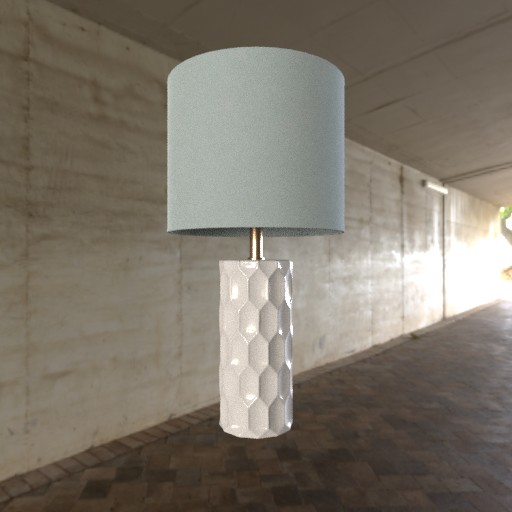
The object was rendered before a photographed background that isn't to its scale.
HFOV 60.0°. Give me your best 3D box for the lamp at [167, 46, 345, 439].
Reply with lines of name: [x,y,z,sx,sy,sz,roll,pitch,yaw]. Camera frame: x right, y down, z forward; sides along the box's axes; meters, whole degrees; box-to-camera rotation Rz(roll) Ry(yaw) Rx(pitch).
lamp: [0.000,0.000,0.703,0.277,0.534,0.277,0,0,-19]
